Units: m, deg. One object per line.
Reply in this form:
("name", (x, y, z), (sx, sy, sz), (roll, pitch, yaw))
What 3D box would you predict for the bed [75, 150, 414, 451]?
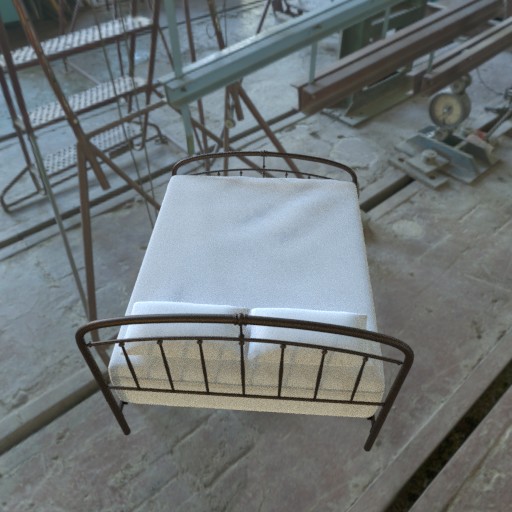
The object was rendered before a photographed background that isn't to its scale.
("bed", (0.000, 0.000, 3.247), (1.711, 1.425, 2.180), (3, 46, 3))
